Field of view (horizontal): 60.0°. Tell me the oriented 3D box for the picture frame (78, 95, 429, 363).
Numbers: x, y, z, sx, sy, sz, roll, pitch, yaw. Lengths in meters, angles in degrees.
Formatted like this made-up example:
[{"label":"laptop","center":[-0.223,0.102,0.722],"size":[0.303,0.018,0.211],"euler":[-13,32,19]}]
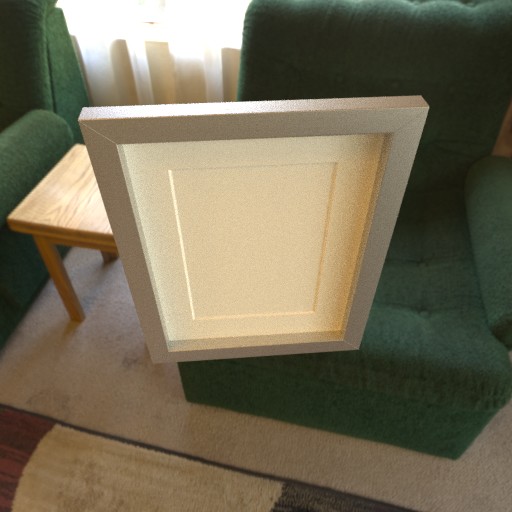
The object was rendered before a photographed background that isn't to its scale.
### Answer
[{"label":"picture frame","center":[0.000,0.000,0.534],"size":[0.307,0.386,0.036],"euler":[-3,45,-3]}]
